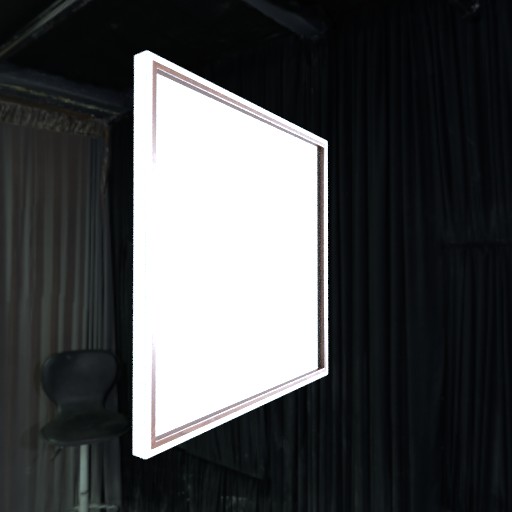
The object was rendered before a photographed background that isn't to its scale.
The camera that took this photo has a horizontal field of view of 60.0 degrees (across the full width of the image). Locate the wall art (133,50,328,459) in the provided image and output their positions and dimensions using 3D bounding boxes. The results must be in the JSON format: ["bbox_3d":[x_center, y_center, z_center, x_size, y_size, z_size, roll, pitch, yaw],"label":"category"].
[{"bbox_3d":[0.000,0.000,1.517,0.049,1.009,1.009,-1,-1,35],"label":"wall art"}]
